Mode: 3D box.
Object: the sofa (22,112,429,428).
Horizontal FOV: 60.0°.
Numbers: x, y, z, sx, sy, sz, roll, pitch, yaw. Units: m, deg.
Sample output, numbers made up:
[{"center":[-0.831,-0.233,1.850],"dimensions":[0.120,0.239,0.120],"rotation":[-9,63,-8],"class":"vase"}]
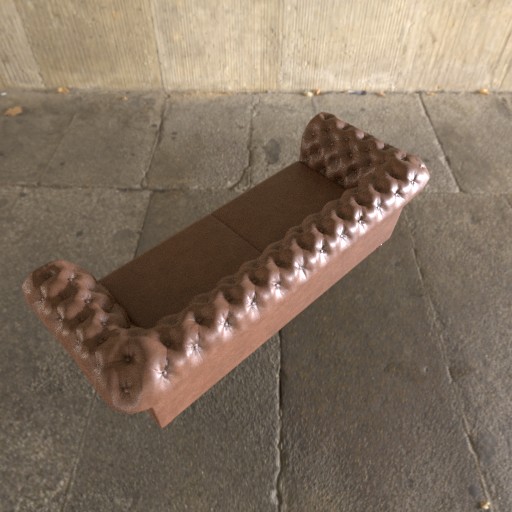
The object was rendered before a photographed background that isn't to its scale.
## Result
[{"center":[0.000,0.000,2.745],"dimensions":[2.385,0.783,0.944],"rotation":[-35,57,-28],"class":"sofa"}]
